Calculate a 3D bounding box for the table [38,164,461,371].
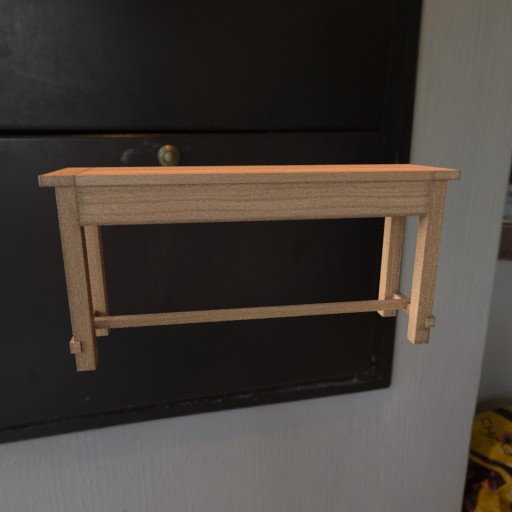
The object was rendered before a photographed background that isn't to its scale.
[{"bbox_3d":[0.000,0.000,1.964,1.599,0.762,0.442,-2,15,-9],"label":"table"}]
